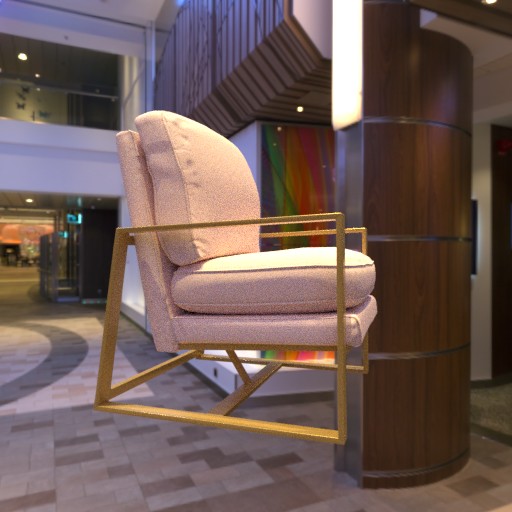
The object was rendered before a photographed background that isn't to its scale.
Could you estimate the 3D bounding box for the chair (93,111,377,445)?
[{"bbox_3d":[0.000,0.000,1.598,0.813,0.956,0.758,0,0,19],"label":"chair"}]
